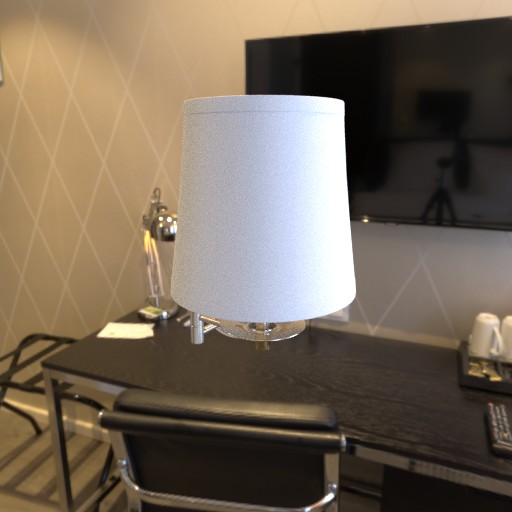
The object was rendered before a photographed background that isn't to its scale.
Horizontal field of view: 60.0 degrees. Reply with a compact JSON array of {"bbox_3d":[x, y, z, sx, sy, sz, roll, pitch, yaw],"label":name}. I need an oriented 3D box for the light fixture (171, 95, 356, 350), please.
[{"bbox_3d":[0.000,0.000,0.599,0.223,0.381,0.348,-2,14,-8],"label":"light fixture"}]
